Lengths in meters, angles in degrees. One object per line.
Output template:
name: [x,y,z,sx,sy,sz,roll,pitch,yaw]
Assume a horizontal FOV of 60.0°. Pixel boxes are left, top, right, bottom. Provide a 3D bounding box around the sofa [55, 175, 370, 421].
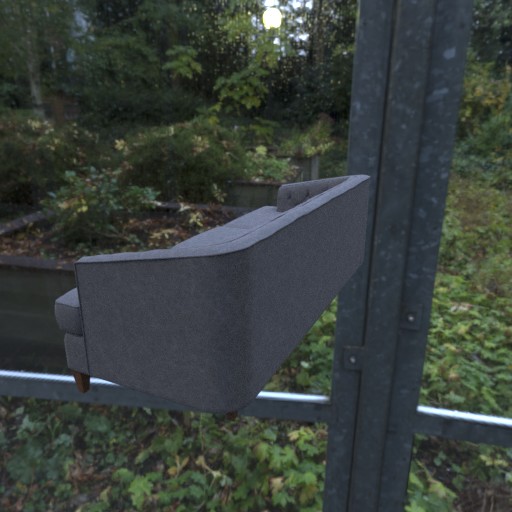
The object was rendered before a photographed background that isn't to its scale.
sofa: [0.000,0.000,2.699,0.917,0.806,2.247,8,20,25]
